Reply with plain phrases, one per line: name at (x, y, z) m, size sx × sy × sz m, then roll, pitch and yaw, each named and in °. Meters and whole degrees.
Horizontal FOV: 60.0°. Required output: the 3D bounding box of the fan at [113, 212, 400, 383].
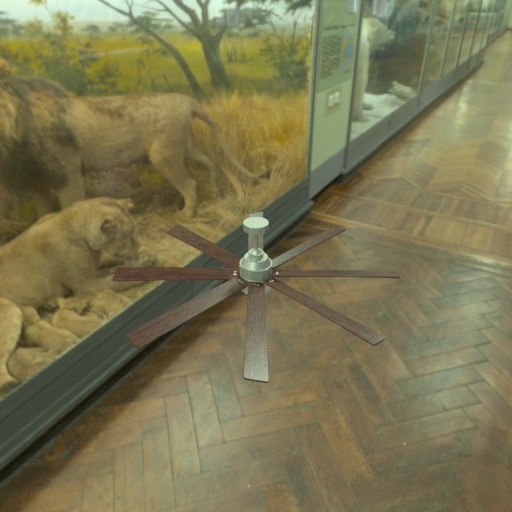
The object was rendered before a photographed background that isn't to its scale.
fan at (0.000, 0.000, 2.794) m, size 1.830 × 0.472 × 1.830 m, roll 0°, pitch 31°, yaw 0°
